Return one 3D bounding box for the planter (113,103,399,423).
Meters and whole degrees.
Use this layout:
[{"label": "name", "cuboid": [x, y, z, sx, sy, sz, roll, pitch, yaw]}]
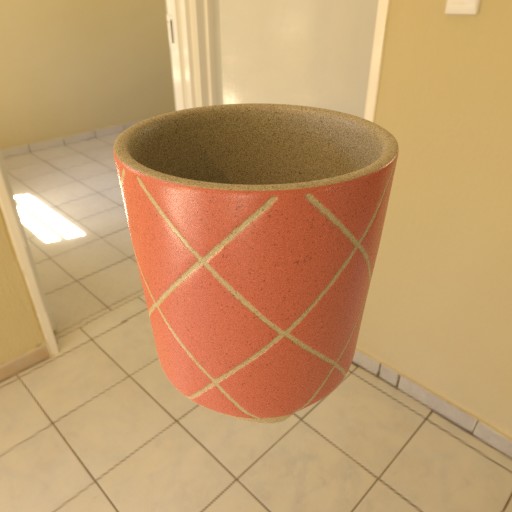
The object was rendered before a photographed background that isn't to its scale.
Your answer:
[{"label": "planter", "cuboid": [0.000, 0.000, 0.426, 0.227, 0.235, 0.227, 0, 32, 0]}]
